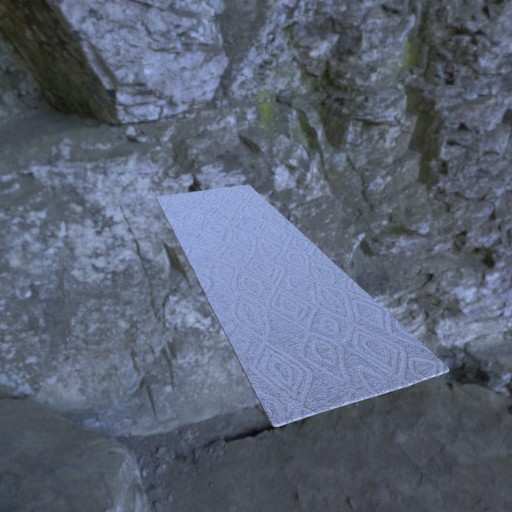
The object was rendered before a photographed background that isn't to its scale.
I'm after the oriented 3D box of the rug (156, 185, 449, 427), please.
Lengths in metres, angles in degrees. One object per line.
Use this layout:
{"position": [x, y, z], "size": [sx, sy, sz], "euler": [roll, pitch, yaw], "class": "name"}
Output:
{"position": [0.000, 0.000, 2.697], "size": [0.807, 0.013, 2.436], "euler": [-10, 30, -18], "class": "rug"}
